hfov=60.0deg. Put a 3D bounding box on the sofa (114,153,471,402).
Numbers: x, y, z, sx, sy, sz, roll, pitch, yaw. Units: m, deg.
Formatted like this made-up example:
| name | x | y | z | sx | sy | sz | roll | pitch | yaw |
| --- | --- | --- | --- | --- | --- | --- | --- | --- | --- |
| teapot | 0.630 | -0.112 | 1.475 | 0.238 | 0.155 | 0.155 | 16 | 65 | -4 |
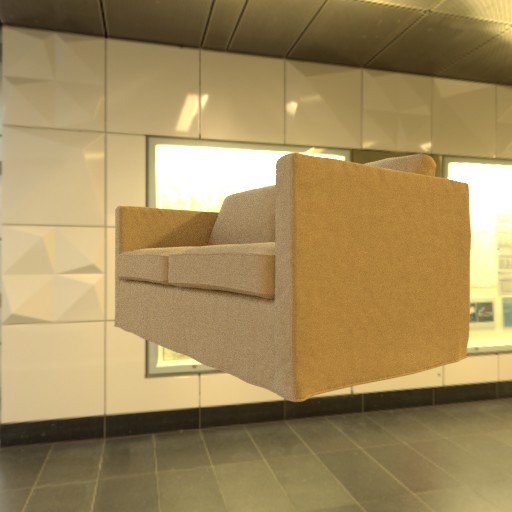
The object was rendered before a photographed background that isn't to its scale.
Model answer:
| name | x | y | z | sx | sy | sz | roll | pitch | yaw |
| --- | --- | --- | --- | --- | --- | --- | --- | --- | --- |
| sofa | 0.000 | 0.000 | 2.207 | 0.962 | 0.835 | 1.719 | 0 | 0 | -34 |
